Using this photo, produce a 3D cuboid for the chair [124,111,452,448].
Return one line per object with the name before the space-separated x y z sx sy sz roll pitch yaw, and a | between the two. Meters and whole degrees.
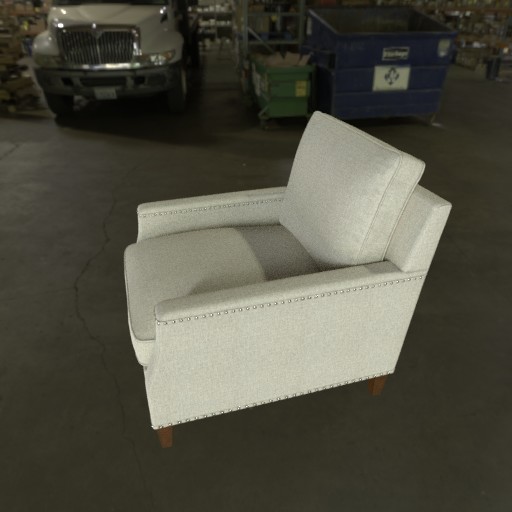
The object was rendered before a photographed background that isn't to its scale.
chair | 0.000 0.000 1.741 1.014 0.943 0.853 -9 31 -15
